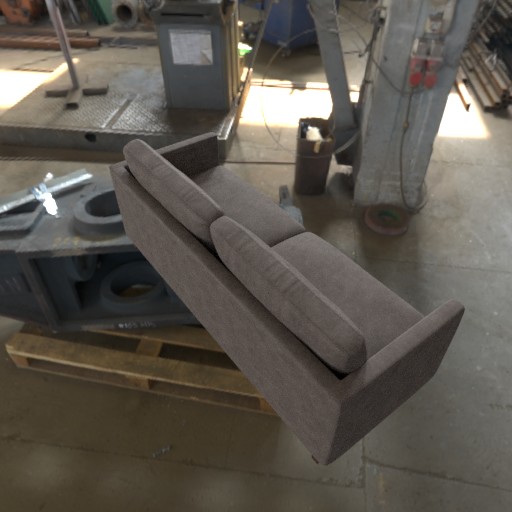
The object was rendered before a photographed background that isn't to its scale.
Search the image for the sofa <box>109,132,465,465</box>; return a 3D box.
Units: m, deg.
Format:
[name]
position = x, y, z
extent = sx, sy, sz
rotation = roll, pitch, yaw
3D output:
[sofa]
position = 0.000, 0.000, 2.955
extent = 0.951, 0.965, 2.434
rotation = -27, 49, -26
